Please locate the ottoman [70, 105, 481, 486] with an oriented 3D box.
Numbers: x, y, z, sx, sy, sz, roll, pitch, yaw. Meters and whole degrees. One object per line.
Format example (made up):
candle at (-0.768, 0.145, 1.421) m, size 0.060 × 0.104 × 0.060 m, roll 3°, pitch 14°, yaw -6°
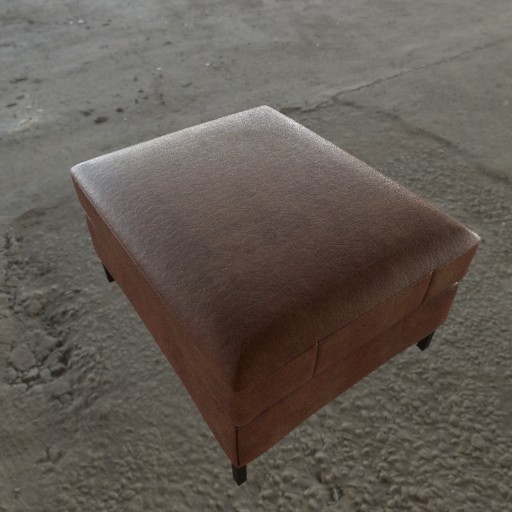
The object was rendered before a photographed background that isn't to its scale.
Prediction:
ottoman at (0.000, 0.000, 1.735) m, size 0.965 × 0.667 × 1.186 m, roll -26°, pitch 49°, yaw -25°
